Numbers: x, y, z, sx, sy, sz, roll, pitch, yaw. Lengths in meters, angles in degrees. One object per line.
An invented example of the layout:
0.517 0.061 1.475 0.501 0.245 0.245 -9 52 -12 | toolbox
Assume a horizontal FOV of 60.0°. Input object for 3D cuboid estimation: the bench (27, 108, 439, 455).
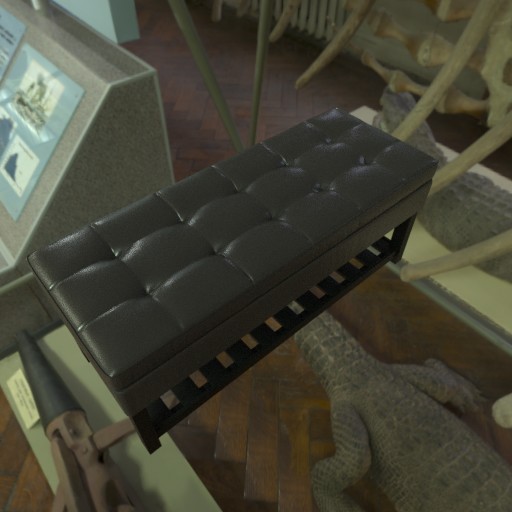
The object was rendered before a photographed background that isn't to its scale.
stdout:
0.000 0.000 1.344 1.105 0.460 0.432 -32 55 -26 | bench
